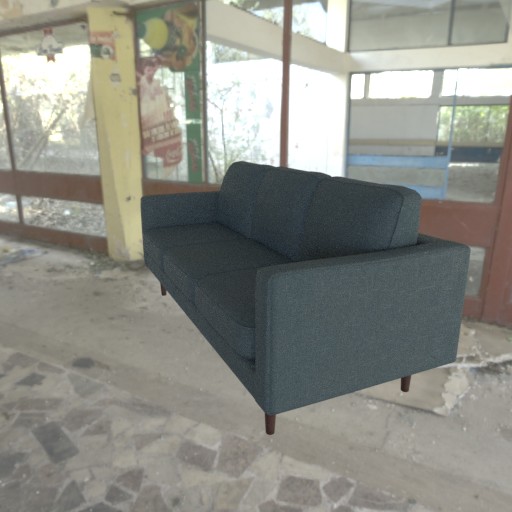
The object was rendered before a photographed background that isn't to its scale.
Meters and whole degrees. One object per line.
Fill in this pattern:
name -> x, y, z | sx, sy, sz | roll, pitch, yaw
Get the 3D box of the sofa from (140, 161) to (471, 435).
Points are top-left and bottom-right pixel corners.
sofa -> 0.000, 0.000, 2.494 | 0.935, 0.945, 2.013 | -7, 17, -24
